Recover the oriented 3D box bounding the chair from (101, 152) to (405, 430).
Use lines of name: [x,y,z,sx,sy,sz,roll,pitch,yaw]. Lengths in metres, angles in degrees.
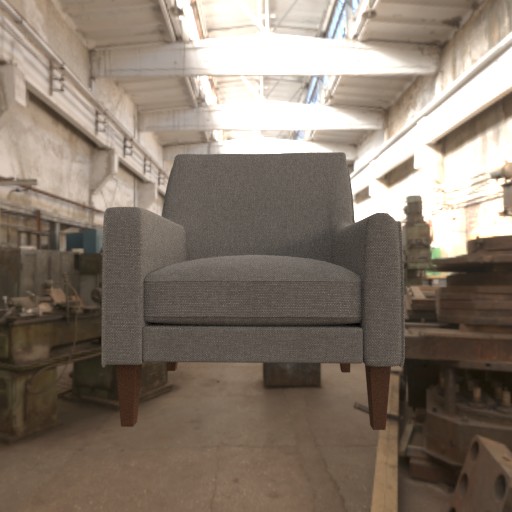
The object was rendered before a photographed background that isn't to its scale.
chair: [0.000,0.000,1.566,0.780,0.919,0.899,0,-1,2]
